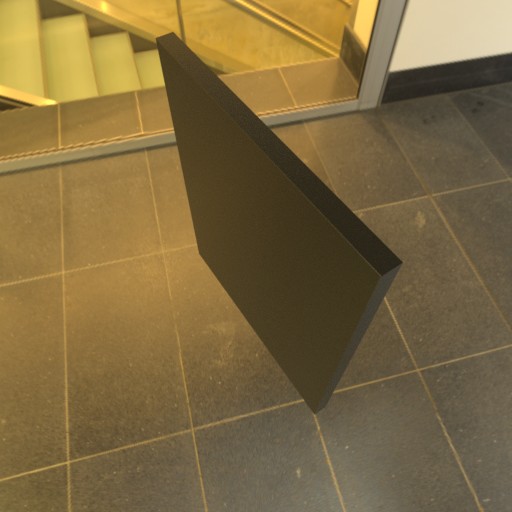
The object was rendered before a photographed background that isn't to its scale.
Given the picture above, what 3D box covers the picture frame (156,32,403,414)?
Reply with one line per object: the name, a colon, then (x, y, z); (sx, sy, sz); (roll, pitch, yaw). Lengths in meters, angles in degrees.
picture frame: (0.000, 0.000, 0.755); (0.028, 0.556, 0.460); (-30, 62, -17)
